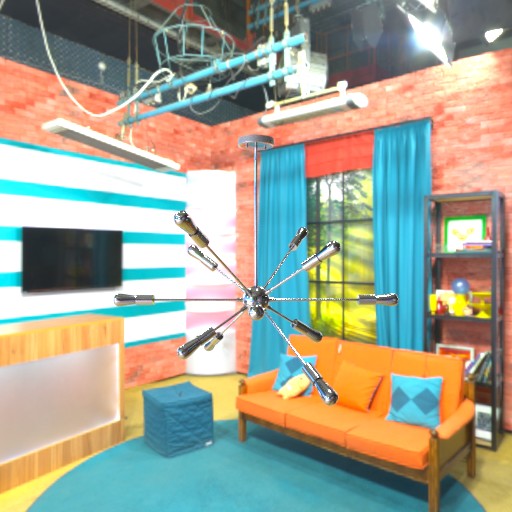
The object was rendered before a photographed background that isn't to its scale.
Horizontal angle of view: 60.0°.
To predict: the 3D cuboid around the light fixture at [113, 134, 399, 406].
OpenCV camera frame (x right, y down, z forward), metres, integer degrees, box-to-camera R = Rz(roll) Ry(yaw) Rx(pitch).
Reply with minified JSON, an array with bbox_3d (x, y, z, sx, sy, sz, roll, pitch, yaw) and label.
[{"bbox_3d":[0.000,0.000,1.062,0.684,0.558,0.509,0,0,0],"label":"light fixture"}]
